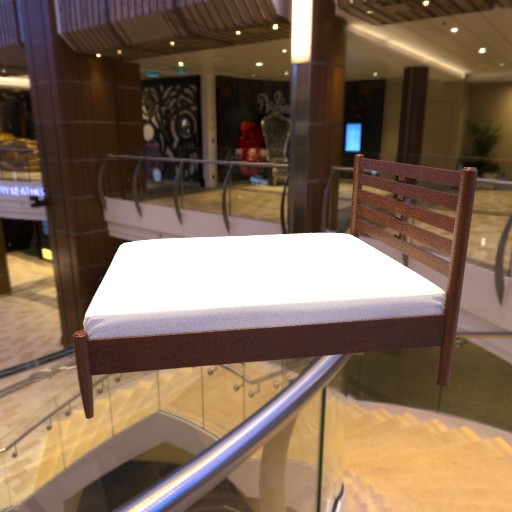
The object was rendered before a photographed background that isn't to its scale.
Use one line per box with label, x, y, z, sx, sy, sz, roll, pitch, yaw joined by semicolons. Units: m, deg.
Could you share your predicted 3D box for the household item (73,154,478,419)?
household item;0.000;0.000;3.228;2.232;1.356;1.663;-3;16;-9
